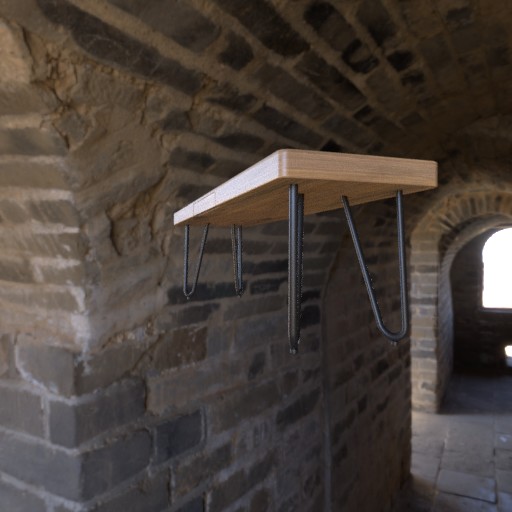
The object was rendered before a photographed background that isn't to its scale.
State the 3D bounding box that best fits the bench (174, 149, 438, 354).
[{"bbox_3d":[0.000,0.000,1.756,0.425,0.462,1.570,0,0,-19],"label":"bench"}]
